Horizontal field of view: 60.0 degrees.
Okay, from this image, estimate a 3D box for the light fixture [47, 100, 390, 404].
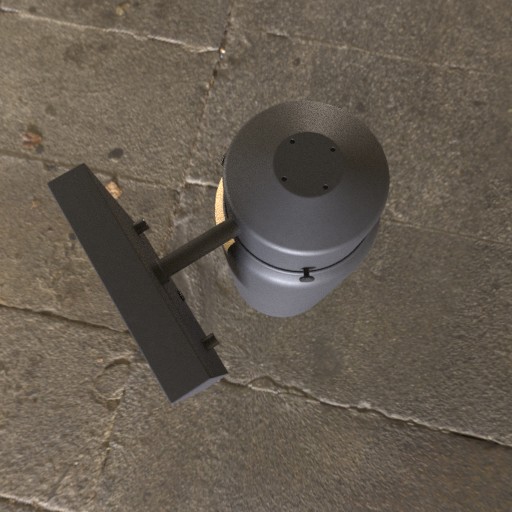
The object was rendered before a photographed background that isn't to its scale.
[{"bbox_3d":[0.000,0.000,0.351,0.176,0.257,0.130,-32,78,-7],"label":"light fixture"}]
